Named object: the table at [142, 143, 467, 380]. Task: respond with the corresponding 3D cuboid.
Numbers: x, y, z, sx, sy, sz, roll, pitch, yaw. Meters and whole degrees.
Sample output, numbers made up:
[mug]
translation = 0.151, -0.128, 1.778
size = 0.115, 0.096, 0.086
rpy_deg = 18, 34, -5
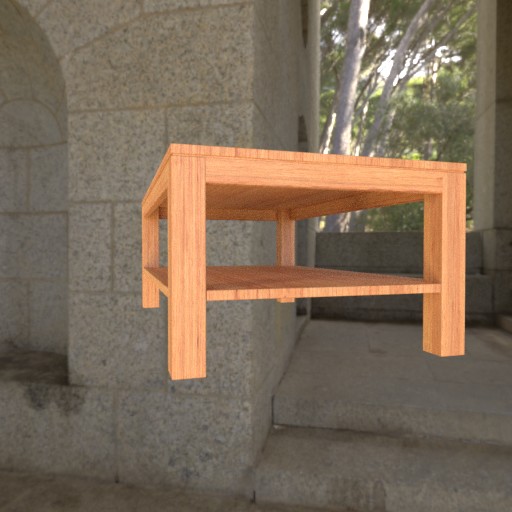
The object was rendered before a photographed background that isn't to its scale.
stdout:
[table]
translation = 0.000, 0.000, 1.502
size = 0.695, 0.457, 1.146
rpy_deg = 0, 1, -17
